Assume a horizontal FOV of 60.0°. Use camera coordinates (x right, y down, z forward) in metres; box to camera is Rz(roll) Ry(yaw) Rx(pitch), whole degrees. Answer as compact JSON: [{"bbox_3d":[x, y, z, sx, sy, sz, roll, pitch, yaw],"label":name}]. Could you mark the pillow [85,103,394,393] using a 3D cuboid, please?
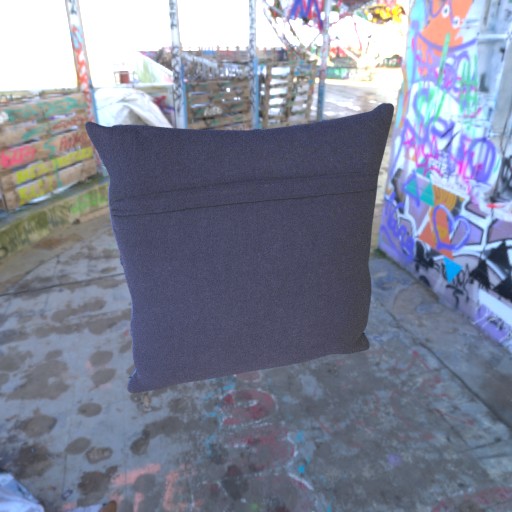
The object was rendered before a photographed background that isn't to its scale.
[{"bbox_3d":[0.000,0.000,0.691,0.439,0.440,0.183,-7,27,-15],"label":"pillow"}]
